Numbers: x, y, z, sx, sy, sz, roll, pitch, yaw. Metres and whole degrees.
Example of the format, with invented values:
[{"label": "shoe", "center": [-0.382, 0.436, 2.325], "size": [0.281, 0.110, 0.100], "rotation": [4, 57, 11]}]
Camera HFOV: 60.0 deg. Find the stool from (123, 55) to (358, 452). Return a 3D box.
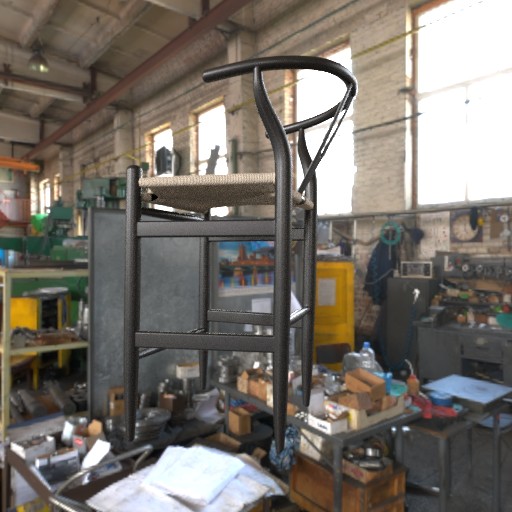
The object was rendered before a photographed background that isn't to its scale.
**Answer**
[{"label": "stool", "center": [0.000, 0.000, 1.300], "size": [0.579, 0.970, 0.569], "rotation": [0, 0, 17]}]
